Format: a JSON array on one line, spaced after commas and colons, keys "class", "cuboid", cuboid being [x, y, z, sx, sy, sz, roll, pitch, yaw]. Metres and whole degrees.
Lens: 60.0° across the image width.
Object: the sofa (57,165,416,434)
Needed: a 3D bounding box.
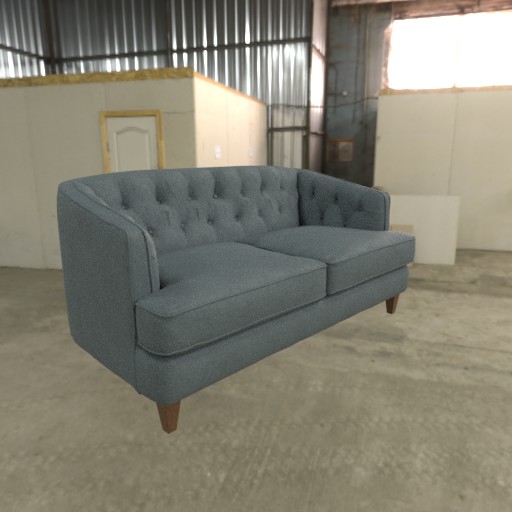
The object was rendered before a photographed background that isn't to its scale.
[{"class": "sofa", "cuboid": [0.000, 0.000, 2.239, 0.941, 0.855, 1.733, 13, 19, 43]}]
